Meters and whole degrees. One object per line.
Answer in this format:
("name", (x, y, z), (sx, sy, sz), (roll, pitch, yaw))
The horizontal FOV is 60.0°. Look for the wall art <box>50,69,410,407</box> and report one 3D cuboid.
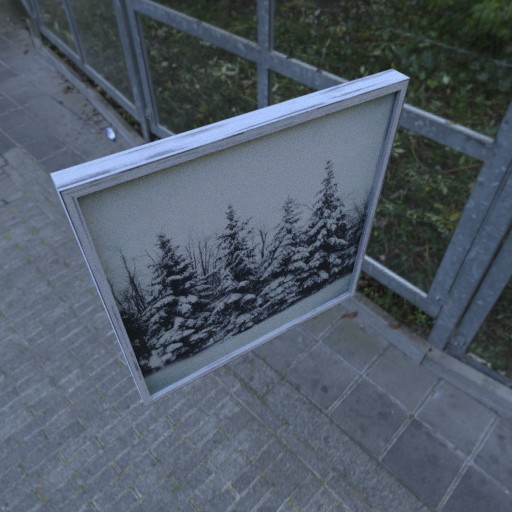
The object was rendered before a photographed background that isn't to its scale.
("wall art", (0.000, 0.000, 0.748), (0.506, 0.506, 0.038), (-24, 51, -21))
